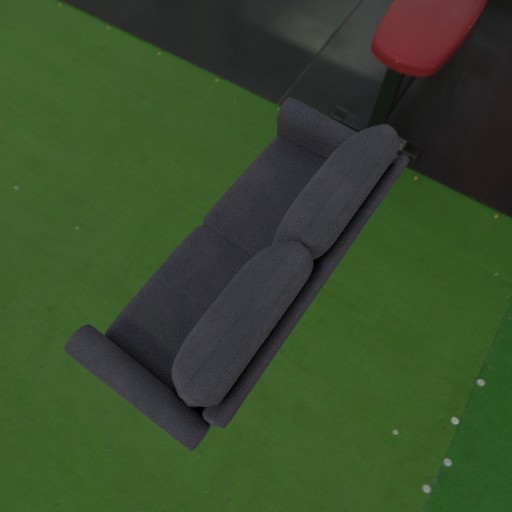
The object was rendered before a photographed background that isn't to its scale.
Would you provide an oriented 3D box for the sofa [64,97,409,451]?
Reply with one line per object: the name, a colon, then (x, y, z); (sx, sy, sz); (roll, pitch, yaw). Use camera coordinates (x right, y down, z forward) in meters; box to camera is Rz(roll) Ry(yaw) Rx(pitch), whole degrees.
sofa: (0.000, 0.000, 2.416); (0.842, 0.942, 1.935); (33, 68, 15)
